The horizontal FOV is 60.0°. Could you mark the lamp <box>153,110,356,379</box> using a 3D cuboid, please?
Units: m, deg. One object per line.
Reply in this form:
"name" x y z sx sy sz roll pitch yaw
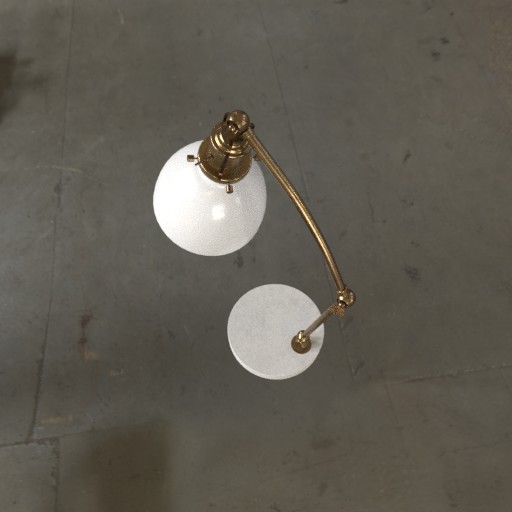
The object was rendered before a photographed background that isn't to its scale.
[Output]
"lamp" 0.000 0.000 0.659 0.317 0.522 0.186 32 66 16
